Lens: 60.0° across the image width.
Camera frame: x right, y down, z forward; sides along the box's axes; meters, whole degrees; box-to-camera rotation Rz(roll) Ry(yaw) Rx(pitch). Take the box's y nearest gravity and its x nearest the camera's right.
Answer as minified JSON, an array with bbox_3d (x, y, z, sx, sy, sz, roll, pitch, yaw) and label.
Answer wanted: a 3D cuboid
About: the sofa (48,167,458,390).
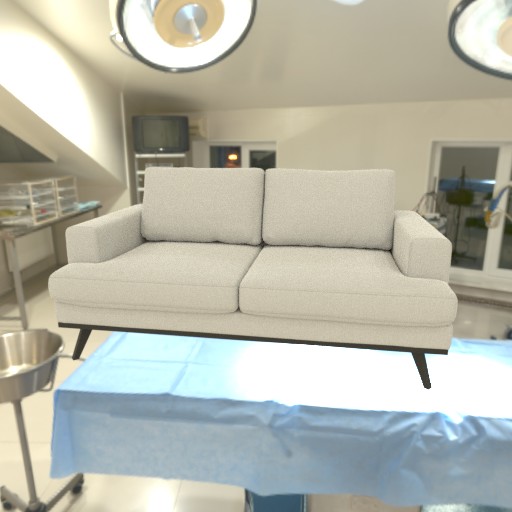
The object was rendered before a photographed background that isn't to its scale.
[{"bbox_3d":[0.000,0.000,2.157,1.650,0.810,0.920,2,15,9],"label":"sofa"}]
